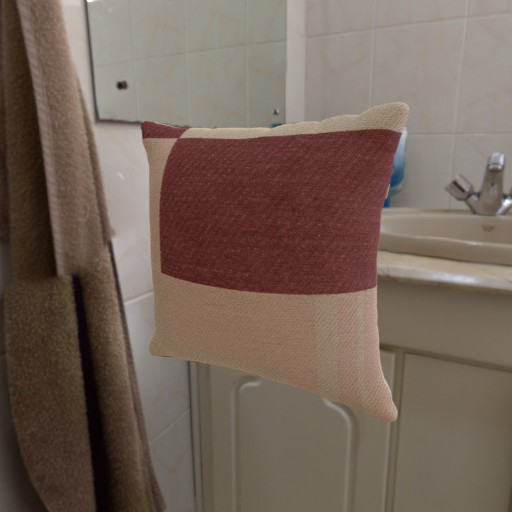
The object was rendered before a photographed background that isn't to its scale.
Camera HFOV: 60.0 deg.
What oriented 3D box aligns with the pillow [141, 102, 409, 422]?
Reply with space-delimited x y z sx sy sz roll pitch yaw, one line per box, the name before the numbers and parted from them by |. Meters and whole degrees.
pillow | 0.000 0.000 0.806 0.536 0.506 0.229 7 15 28
